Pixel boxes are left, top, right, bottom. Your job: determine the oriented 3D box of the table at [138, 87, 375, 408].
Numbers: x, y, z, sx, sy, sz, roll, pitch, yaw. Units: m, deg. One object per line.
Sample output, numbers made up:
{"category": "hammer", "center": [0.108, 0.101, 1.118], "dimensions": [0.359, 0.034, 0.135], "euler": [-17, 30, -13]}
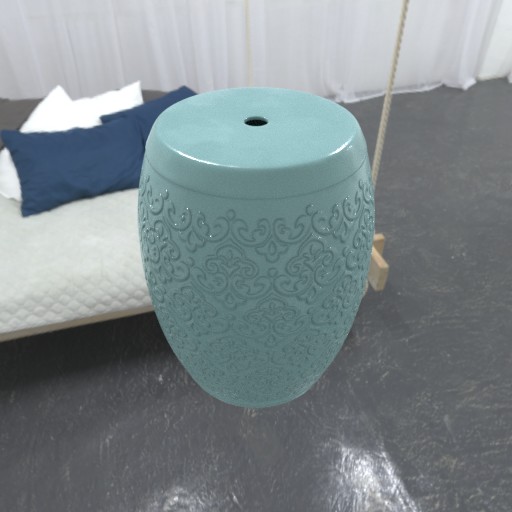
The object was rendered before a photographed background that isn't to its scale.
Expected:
{"category": "table", "center": [0.000, 0.000, 0.624], "dimensions": [0.309, 0.397, 0.309], "euler": [0, 39, 0]}
